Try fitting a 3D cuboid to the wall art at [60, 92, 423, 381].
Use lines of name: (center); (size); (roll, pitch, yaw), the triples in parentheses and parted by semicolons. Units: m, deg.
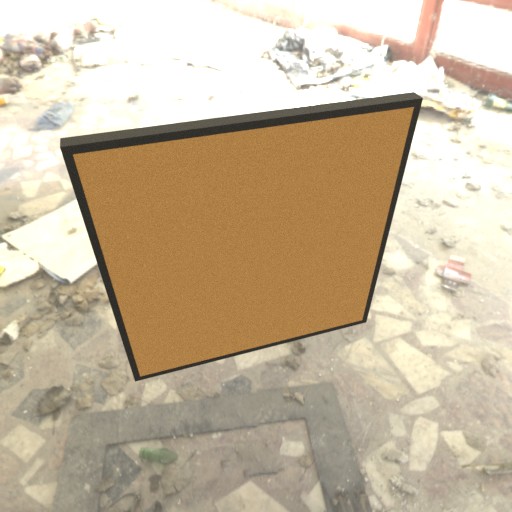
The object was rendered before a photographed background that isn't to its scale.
wall art: (0.000, 0.000, 1.161); (0.763, 0.763, 0.038); (-12, 43, -13)
